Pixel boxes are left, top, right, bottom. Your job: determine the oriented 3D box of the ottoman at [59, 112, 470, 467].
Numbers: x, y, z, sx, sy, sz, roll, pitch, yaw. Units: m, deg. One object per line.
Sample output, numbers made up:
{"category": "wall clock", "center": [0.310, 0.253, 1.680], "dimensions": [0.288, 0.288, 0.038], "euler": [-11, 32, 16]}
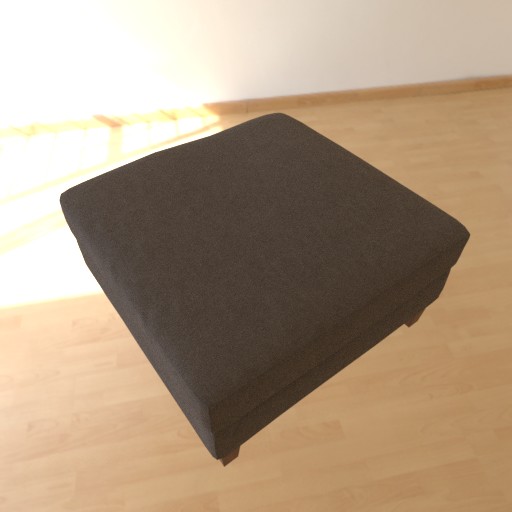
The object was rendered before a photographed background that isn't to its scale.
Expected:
{"category": "ottoman", "center": [0.000, 0.000, 1.396], "dimensions": [0.881, 0.482, 0.861], "euler": [-28, 52, -25]}
